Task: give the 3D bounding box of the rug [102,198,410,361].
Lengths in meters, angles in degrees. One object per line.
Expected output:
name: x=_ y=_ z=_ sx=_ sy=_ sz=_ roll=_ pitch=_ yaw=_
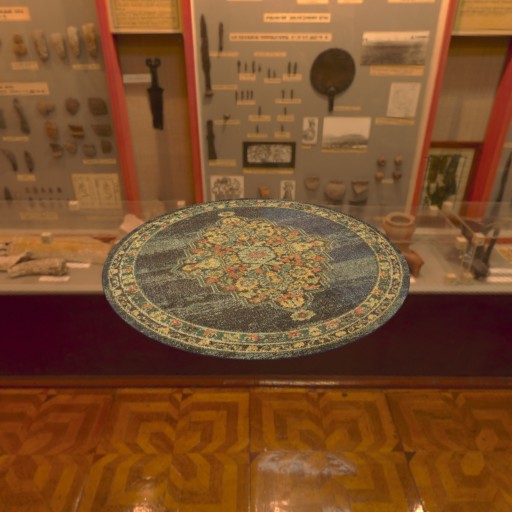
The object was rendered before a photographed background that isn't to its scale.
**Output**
rug: x=0.000 y=0.000 z=2.387 sx=1.591 sy=0.010 sz=1.591 roll=0 pitch=30 yaw=0
